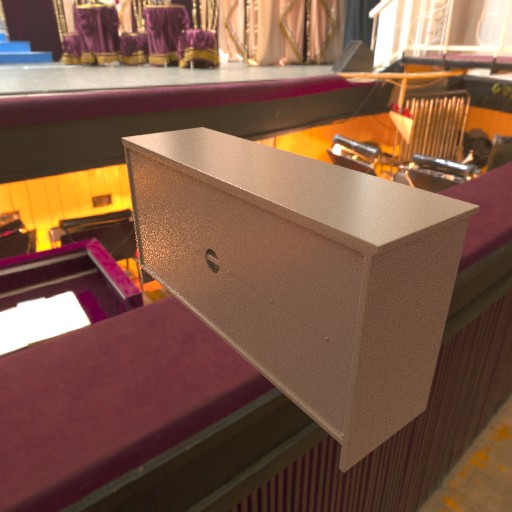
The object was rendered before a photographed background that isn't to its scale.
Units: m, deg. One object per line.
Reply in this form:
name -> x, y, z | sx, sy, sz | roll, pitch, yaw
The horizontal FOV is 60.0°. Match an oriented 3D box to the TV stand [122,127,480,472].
TV stand -> 0.000, 0.000, 1.424 | 0.344, 0.603, 1.167 | -19, 32, -33
